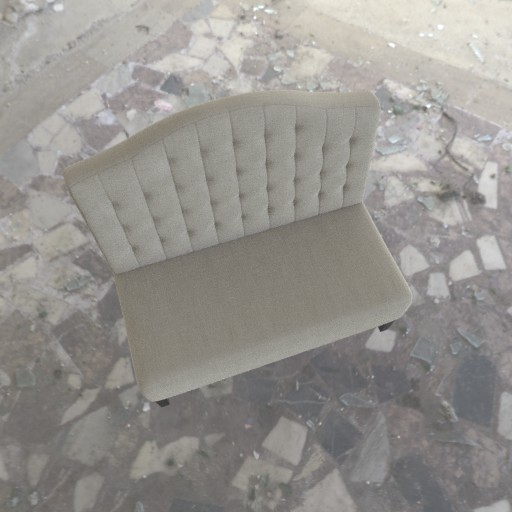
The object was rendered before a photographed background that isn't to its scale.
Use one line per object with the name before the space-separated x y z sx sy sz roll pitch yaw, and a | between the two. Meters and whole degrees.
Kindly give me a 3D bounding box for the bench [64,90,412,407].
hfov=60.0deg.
bench | 0.000 0.000 2.036 1.335 1.180 0.815 -17 64 -9
